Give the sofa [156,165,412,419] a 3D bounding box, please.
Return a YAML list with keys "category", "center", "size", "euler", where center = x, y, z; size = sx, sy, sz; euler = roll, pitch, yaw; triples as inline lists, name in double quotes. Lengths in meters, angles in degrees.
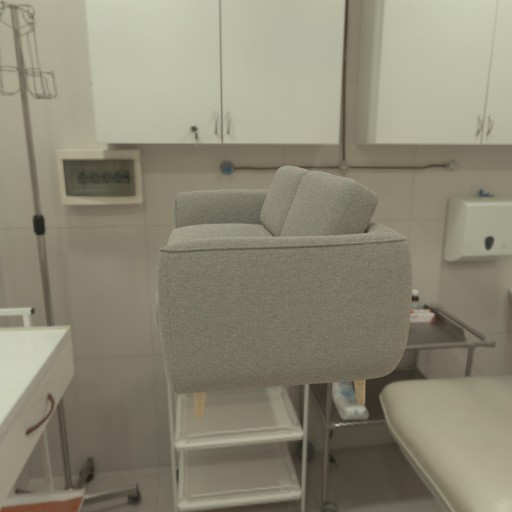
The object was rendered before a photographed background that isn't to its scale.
- category: "sofa"
  center: [0.000, 0.000, 2.225]
  size: [0.920, 0.850, 1.700]
  euler: [-2, 14, -8]
